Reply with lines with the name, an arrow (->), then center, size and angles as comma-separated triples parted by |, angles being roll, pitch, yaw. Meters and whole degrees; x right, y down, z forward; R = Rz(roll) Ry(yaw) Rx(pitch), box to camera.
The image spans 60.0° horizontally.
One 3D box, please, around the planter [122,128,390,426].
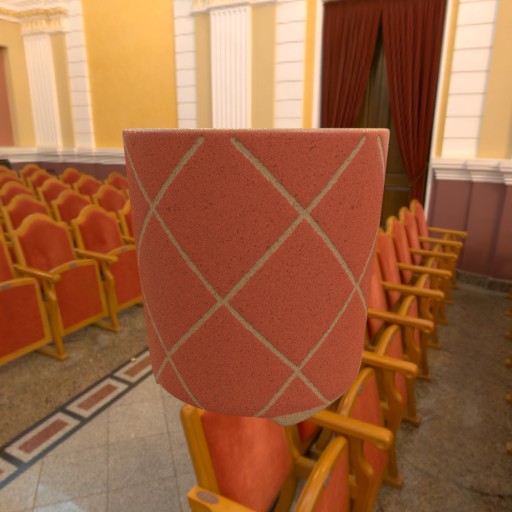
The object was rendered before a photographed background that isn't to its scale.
planter -> 0.000, 0.000, 0.424 | 0.227, 0.235, 0.227 | 0, 16, 0
